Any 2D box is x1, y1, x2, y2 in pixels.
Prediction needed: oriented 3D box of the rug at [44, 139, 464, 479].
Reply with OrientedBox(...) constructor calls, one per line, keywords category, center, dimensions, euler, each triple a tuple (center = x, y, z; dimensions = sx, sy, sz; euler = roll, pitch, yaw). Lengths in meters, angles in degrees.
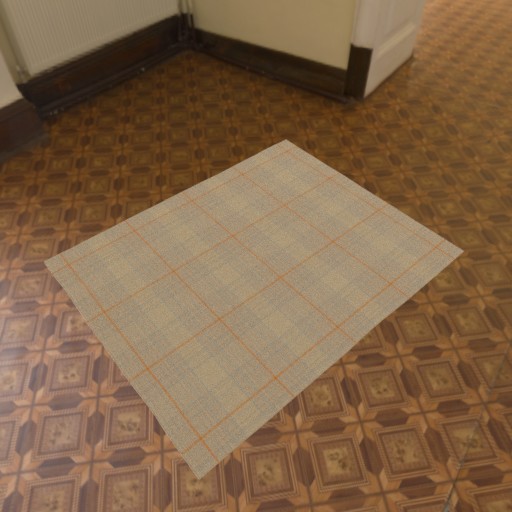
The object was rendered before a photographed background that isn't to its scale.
OrientedBox(category="rug", center=(0.000, 0.000, 4.111), dimensions=(3.051, 0.021, 2.448), euler=(-32, 56, -26))
